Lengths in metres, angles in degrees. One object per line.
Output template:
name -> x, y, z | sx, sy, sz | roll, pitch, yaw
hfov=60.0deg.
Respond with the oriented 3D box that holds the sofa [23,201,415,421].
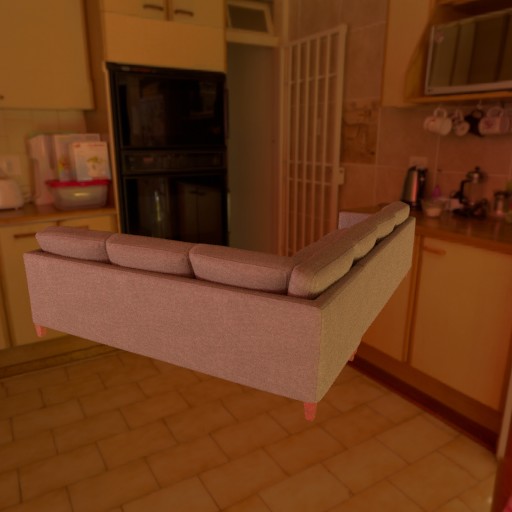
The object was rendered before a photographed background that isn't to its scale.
sofa -> 0.000, 0.000, 4.450 | 2.593, 0.947, 3.302 | 8, 17, 27
